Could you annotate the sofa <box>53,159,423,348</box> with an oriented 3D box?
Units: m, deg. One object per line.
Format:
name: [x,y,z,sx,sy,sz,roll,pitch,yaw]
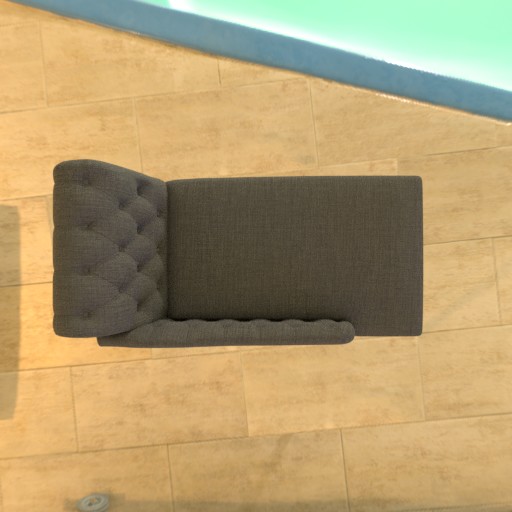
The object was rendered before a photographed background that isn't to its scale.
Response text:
sofa: [0.000,0.000,1.823,1.379,0.787,0.675,0,90,2]
